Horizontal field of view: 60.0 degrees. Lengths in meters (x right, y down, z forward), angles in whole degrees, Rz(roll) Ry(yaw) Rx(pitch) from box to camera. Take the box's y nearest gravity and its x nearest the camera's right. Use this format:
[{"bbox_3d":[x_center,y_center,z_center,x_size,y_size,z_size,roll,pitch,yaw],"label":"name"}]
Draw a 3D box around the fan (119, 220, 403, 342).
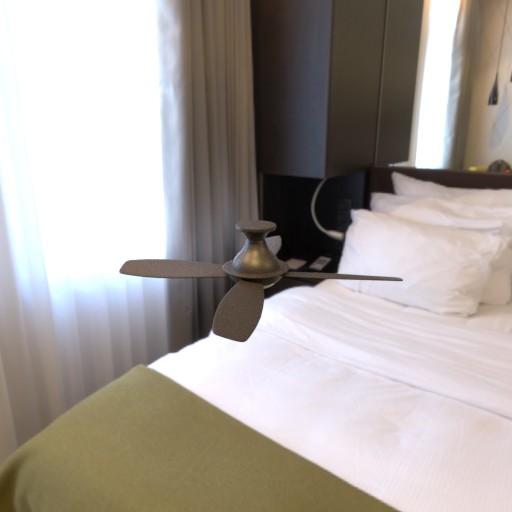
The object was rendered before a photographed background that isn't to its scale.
[{"bbox_3d":[0.000,0.000,2.629,1.694,0.382,1.694,2,17,8],"label":"fan"}]
